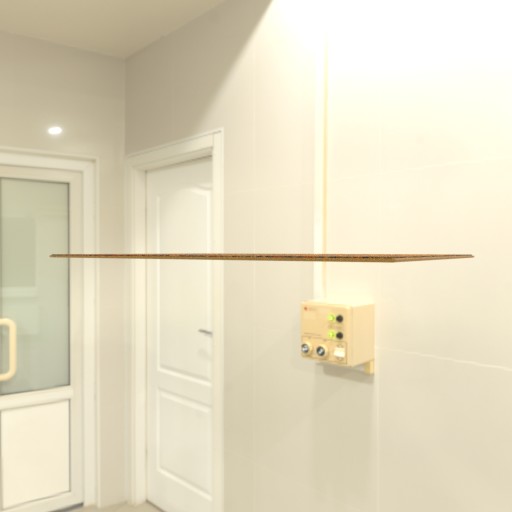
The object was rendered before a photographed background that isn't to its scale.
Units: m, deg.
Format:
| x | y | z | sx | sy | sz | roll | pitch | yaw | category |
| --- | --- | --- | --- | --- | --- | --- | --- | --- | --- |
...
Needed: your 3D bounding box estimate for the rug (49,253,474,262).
| x | y | z | sx | sy | sz | roll | pitch | yaw | category |
| --- | --- | --- | --- | --- | --- | --- | --- | --- | --- |
| 0.000 | 0.000 | 1.069 | 0.863 | 0.008 | 0.557 | 0 | 1 | 36 | rug |
